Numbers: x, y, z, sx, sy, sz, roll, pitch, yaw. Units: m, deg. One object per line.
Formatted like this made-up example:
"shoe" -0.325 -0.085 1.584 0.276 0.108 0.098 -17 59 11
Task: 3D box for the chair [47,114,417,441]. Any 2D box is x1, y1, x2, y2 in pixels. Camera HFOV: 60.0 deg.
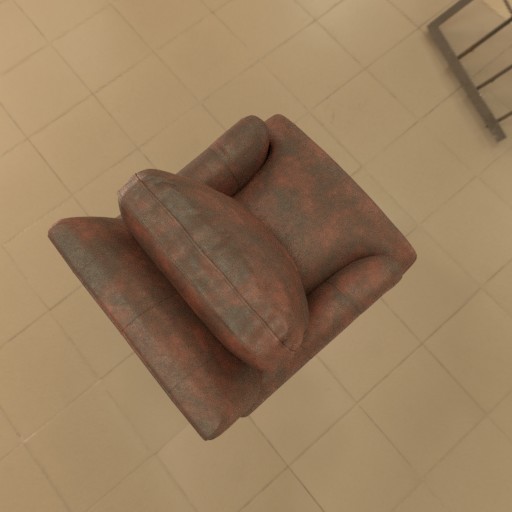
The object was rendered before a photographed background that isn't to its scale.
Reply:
"chair" 0.000 0.000 1.960 1.156 1.051 0.987 -40 79 -9
